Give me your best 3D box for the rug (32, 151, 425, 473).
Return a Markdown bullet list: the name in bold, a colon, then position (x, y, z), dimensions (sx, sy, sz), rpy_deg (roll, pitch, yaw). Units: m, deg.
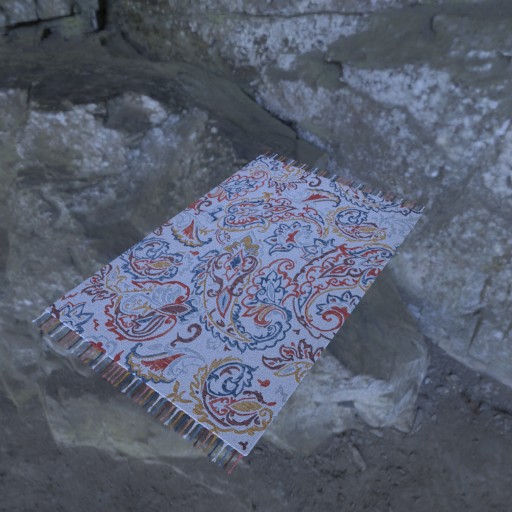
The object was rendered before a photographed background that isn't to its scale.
- **rug**: position (0.000, 0.000, 2.442), dimensions (1.218, 0.010, 1.997), rpy_deg (26, 48, 25)
